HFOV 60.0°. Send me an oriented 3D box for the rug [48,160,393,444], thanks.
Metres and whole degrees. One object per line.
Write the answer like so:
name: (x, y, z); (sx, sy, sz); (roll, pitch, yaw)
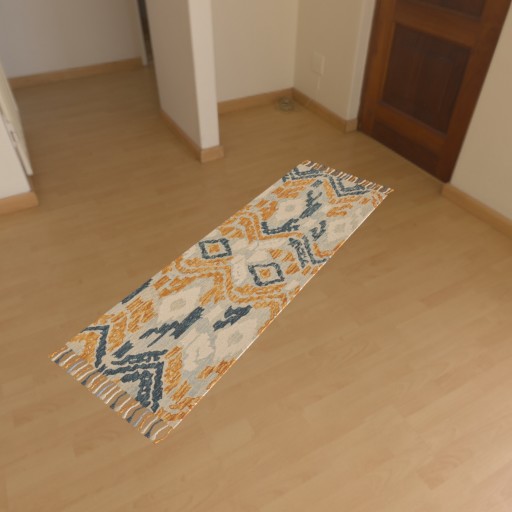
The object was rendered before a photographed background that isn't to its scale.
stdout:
rug: (0.000, 0.000, 2.757); (0.783, 0.010, 2.437); (26, 47, 26)
